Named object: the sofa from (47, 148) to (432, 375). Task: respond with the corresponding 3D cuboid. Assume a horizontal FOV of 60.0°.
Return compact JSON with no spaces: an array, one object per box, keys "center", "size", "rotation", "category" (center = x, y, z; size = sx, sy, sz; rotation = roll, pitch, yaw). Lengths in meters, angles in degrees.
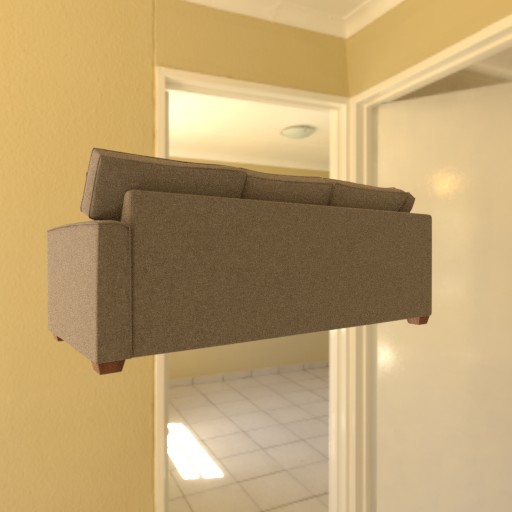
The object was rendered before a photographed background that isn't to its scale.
[{"center":[0.000,0.000,2.853],"size":[2.317,0.962,1.061],"rotation":[0,1,-35],"category":"sofa"}]
